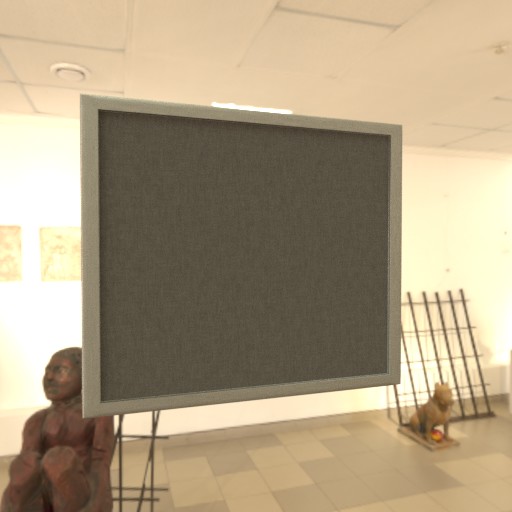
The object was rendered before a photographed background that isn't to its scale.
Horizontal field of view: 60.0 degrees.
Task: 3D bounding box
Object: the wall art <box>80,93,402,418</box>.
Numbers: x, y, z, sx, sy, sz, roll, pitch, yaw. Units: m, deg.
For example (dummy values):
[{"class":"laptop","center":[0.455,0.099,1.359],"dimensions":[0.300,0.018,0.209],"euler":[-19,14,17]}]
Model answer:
[{"class":"wall art","center":[0.000,0.000,0.519],"dimensions":[0.380,0.330,0.028],"euler":[0,1,-17]}]
